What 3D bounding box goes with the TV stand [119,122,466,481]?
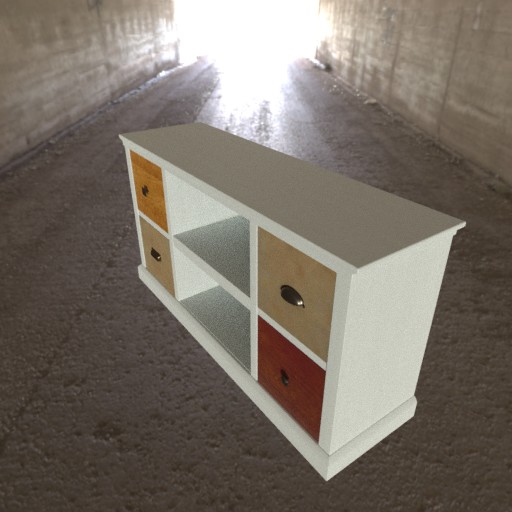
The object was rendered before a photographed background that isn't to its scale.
[{"bbox_3d":[0.000,0.000,1.479,0.424,0.624,1.187,-20,35,-31],"label":"TV stand"}]
